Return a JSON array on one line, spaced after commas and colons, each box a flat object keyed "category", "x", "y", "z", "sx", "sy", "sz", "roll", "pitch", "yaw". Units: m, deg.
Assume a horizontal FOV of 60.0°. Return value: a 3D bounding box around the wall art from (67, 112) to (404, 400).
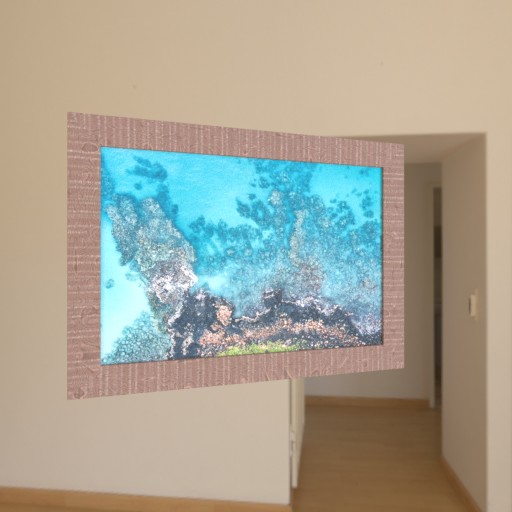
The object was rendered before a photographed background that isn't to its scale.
[{"category": "wall art", "x": 0.000, "y": 0.000, "z": 1.346, "sx": 1.056, "sy": 0.761, "sz": 0.020, "roll": 0, "pitch": 0, "yaw": -19}]
